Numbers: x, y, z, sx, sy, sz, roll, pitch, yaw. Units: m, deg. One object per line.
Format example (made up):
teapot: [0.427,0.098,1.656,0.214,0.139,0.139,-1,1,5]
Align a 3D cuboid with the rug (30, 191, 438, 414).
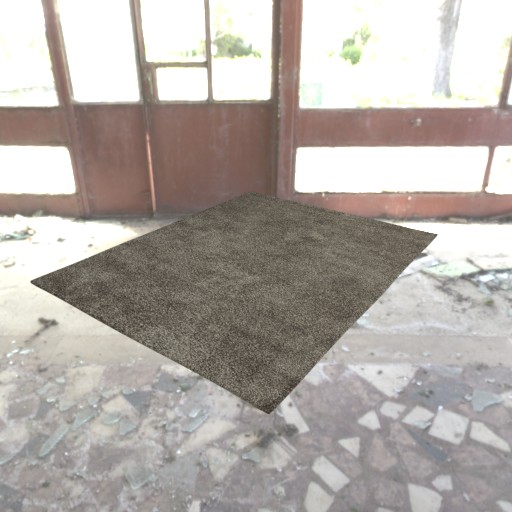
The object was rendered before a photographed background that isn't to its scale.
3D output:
rug: [0.000,0.000,4.075,2.401,0.025,3.000,18,31,32]
